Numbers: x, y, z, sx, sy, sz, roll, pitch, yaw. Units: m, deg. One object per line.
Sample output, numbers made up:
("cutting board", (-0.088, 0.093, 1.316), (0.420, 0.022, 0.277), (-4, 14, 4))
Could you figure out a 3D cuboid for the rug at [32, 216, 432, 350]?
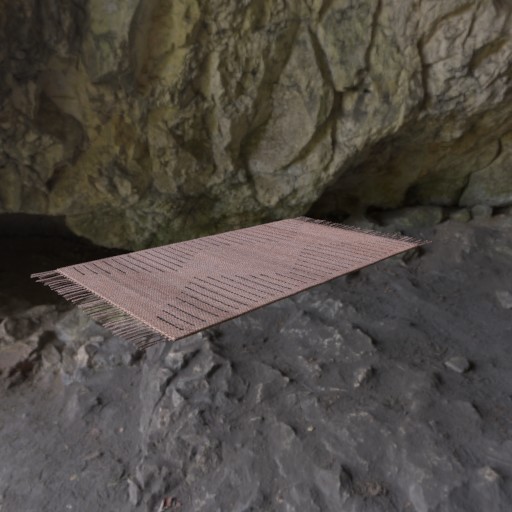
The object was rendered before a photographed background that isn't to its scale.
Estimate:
("rug", (0.000, 0.000, 2.072), (1.718, 0.017, 0.905), (-16, 23, -42))
